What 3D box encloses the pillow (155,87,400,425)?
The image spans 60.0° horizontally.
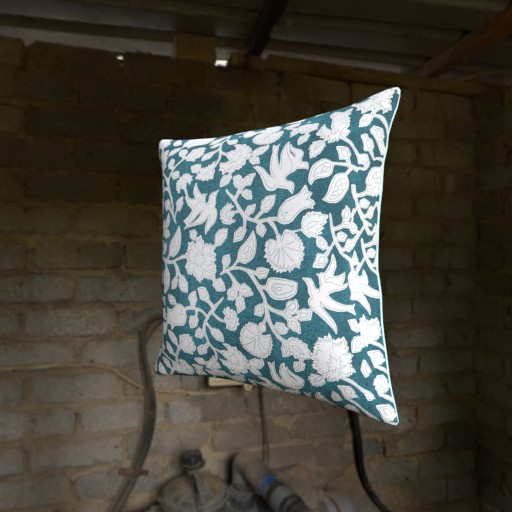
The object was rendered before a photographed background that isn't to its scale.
[{"bbox_3d":[0.000,0.000,0.814,0.525,0.508,0.166,0,0,35],"label":"pillow"}]
